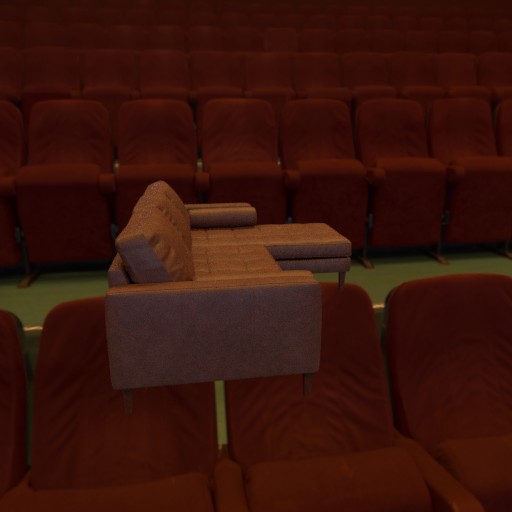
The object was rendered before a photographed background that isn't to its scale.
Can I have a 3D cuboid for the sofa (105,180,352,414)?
[{"bbox_3d":[0.000,0.000,2.988,1.613,0.841,2.185,-3,16,-9],"label":"sofa"}]
